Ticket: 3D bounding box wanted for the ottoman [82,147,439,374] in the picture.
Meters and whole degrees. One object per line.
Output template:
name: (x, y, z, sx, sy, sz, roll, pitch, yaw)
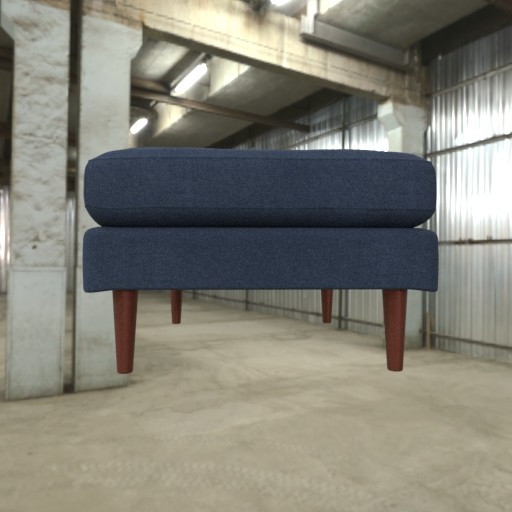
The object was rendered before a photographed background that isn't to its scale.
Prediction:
ottoman: (0.000, 0.000, 1.245, 0.693, 0.474, 0.821, 0, -1, -2)
